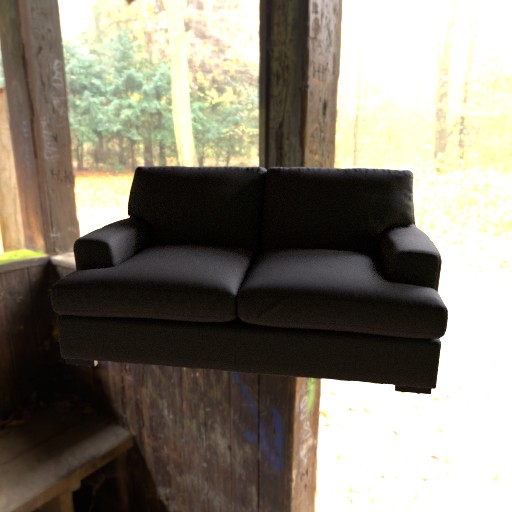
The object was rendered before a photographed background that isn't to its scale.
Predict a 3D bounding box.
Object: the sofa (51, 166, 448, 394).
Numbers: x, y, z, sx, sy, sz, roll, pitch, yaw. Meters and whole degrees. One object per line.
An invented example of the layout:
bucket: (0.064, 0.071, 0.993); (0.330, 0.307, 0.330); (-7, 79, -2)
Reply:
sofa: (0.000, 0.000, 2.484); (1.880, 0.940, 1.143); (2, 15, 9)
